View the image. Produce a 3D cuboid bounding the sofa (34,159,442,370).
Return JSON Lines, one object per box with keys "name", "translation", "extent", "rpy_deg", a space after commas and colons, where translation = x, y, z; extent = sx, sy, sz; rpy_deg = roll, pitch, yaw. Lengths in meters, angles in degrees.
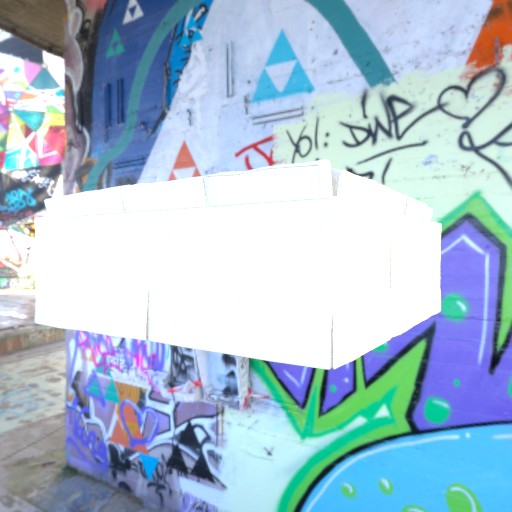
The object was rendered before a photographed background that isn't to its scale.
{"name": "sofa", "translation": [0.000, 0.000, 3.891], "extent": [2.597, 1.070, 2.591], "rpy_deg": [0, 1, 33]}
